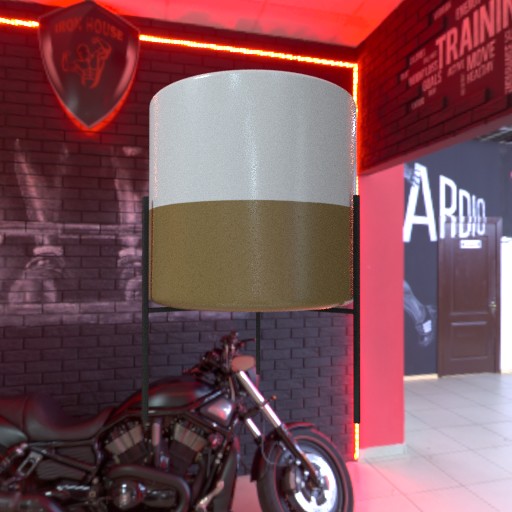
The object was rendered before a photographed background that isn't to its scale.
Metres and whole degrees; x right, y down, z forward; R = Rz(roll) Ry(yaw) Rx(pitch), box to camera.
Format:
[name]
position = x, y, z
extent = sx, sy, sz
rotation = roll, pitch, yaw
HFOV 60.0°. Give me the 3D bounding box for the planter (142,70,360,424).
[planter]
position = 0.000, 0.000, 0.660
extent = 0.310, 0.432, 0.310
rotation = 0, -1, 18
